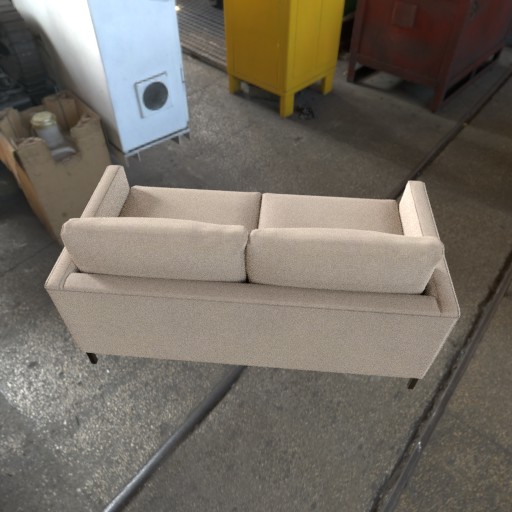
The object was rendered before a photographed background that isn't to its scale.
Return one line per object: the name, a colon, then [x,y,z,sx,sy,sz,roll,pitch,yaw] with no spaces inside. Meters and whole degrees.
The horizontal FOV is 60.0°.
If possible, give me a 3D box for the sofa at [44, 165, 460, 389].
sofa: [0.000,0.000,2.180,1.682,0.840,0.875,4,47,3]
